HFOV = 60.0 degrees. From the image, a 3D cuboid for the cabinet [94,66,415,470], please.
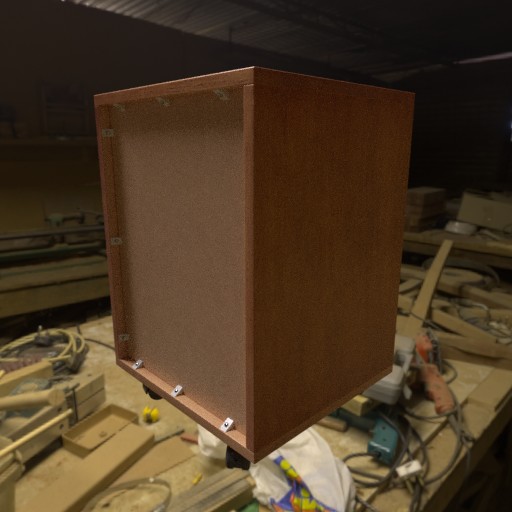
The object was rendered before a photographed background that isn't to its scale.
[{"bbox_3d":[0.000,0.000,0.843,0.401,0.579,0.409,-13,19,-42],"label":"cabinet"}]
